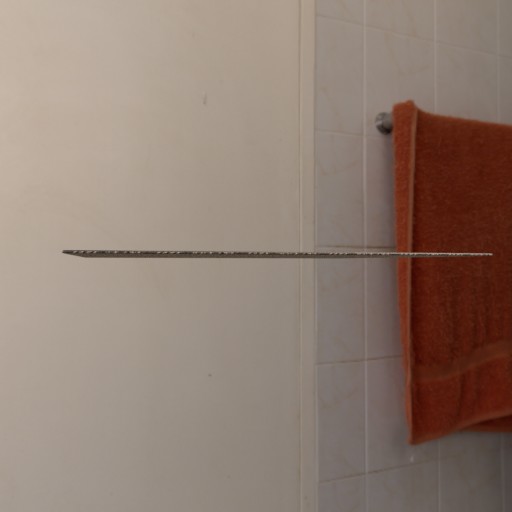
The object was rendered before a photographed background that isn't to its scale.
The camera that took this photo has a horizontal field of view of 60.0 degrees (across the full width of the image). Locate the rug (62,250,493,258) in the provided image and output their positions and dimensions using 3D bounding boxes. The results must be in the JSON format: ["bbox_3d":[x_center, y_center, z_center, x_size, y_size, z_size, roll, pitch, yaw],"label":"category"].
[{"bbox_3d":[0.000,0.000,3.859,2.902,0.017,2.305,0,-1,-18],"label":"rug"}]
